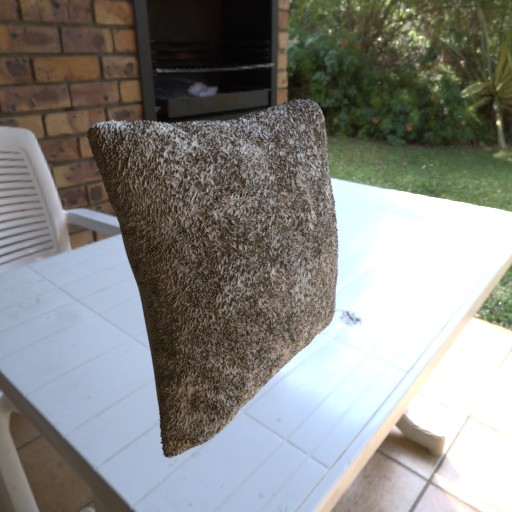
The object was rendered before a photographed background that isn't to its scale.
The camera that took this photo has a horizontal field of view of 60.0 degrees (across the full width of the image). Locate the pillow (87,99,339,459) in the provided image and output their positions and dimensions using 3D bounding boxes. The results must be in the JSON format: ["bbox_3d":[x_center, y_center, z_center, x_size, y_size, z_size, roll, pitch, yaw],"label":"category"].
[{"bbox_3d":[0.000,0.000,0.796,0.218,0.515,0.529,17,30,32],"label":"pillow"}]
